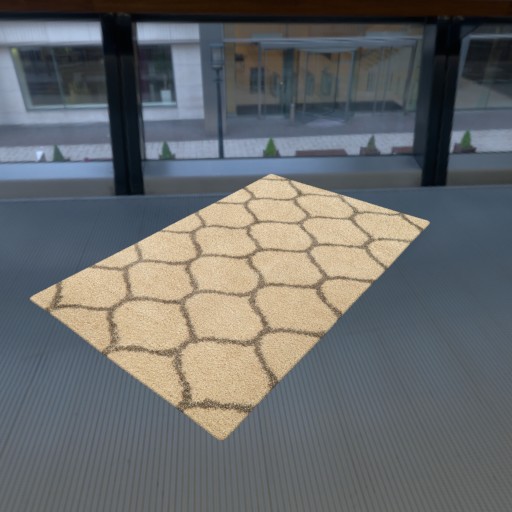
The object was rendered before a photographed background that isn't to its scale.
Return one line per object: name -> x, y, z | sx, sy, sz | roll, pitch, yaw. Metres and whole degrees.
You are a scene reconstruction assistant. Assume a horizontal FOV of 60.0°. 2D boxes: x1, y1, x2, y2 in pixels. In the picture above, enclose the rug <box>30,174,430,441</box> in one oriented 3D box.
rug -> 0.000, 0.000, 2.951 | 1.501, 0.024, 2.348 | 23, 40, 31
